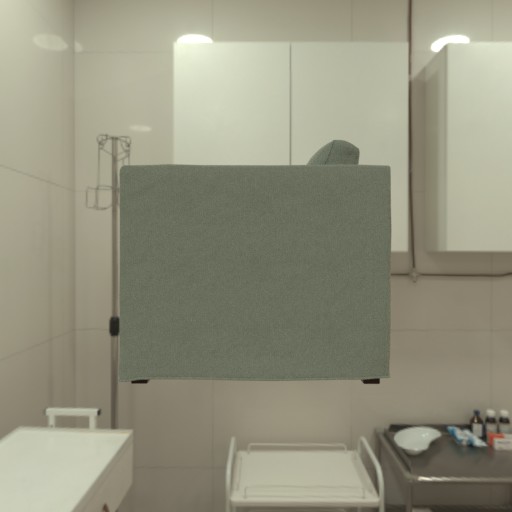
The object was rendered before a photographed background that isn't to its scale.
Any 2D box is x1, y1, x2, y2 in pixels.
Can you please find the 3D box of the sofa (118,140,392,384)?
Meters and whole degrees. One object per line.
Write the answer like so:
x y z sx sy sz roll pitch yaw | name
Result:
0.000 0.000 2.450 0.940 0.870 1.987 0 0 0 | sofa
